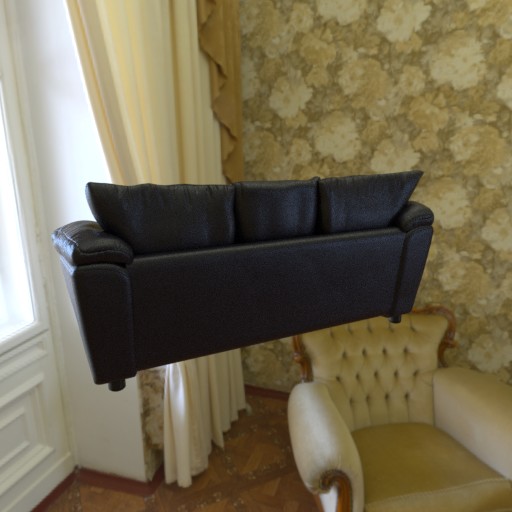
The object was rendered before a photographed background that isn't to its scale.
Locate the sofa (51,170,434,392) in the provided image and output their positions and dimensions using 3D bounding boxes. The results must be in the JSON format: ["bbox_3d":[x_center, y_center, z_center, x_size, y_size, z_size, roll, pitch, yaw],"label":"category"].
[{"bbox_3d":[0.000,0.000,2.849,2.336,1.073,0.880,-7,17,-26],"label":"sofa"}]
